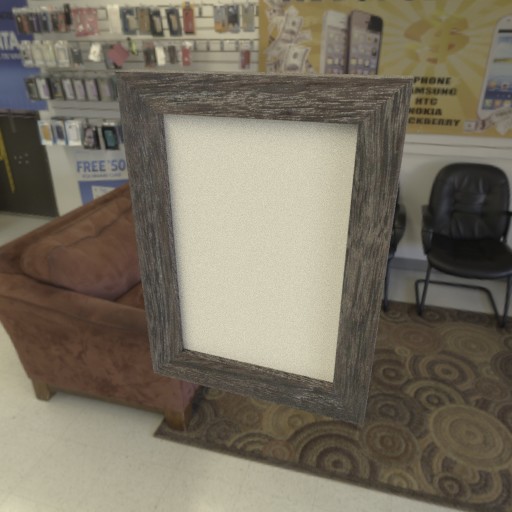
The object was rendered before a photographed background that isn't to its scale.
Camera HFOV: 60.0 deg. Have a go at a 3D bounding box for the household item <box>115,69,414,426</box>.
[{"bbox_3d":[0.000,0.000,0.235,0.133,0.180,0.020,9,27,17],"label":"household item"}]
